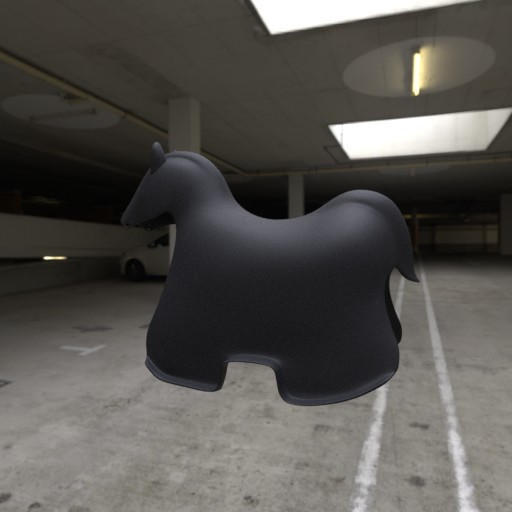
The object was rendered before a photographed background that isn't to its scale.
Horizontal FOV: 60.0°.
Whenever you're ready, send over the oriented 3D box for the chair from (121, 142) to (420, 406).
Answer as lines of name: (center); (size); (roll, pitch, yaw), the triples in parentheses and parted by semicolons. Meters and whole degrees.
chair: (0.000, 0.000, 1.153); (0.800, 0.612, 0.429); (0, 0, 19)
